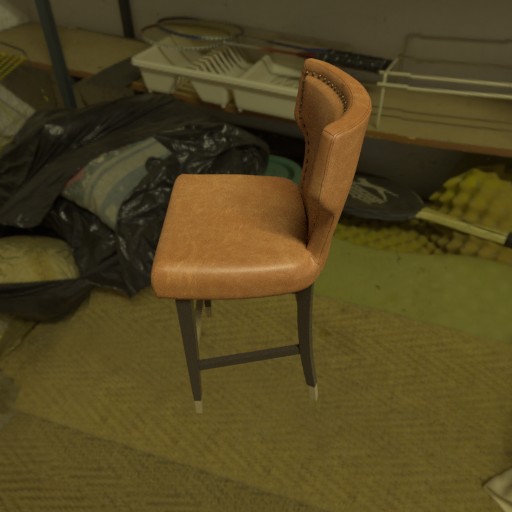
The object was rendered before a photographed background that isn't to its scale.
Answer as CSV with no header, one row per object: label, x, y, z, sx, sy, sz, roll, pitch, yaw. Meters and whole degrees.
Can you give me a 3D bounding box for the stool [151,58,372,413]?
stool,0.000,0.000,1.447,0.563,1.092,0.526,0,40,0
